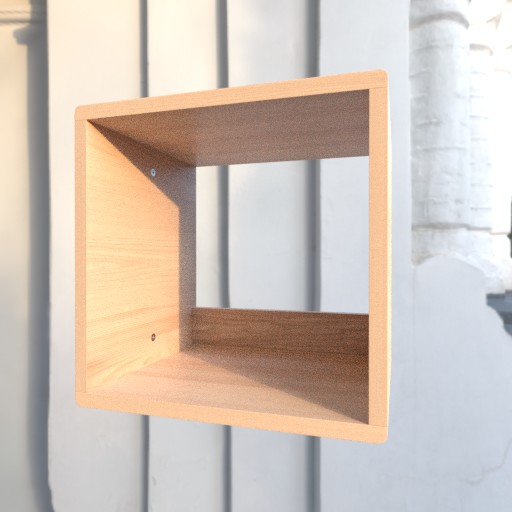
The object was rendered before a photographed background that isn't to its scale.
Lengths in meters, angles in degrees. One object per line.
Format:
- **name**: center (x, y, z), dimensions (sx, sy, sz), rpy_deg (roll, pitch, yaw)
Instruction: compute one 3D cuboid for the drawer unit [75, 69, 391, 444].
- **drawer unit**: center (0.000, 0.000, 0.595), dimensions (0.344, 0.344, 0.290), rpy_deg (0, 0, 18)
